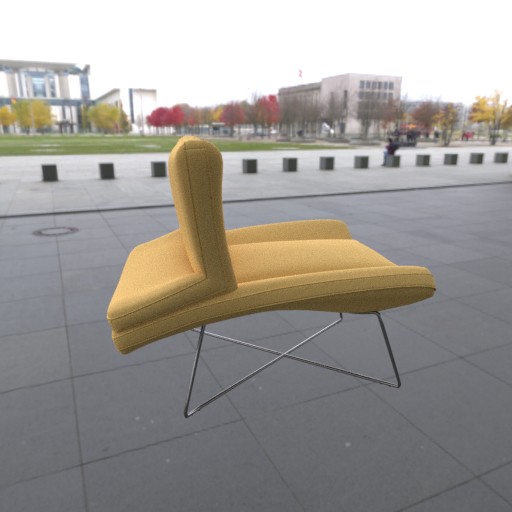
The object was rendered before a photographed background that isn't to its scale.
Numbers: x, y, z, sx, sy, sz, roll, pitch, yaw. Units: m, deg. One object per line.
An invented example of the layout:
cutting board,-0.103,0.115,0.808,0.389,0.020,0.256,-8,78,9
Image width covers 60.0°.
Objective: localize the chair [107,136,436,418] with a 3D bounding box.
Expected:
chair,0.000,0.000,1.650,1.008,0.855,0.859,-3,16,-9
